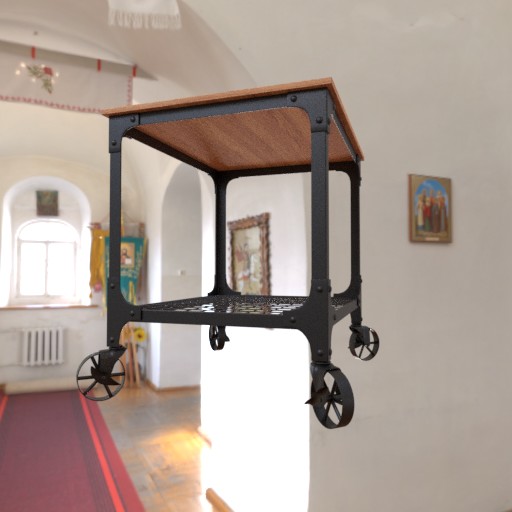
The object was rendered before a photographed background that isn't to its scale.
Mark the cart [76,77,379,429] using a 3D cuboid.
[{"bbox_3d":[0.000,0.000,1.118,0.558,0.603,0.666,-1,-2,19],"label":"cart"}]
